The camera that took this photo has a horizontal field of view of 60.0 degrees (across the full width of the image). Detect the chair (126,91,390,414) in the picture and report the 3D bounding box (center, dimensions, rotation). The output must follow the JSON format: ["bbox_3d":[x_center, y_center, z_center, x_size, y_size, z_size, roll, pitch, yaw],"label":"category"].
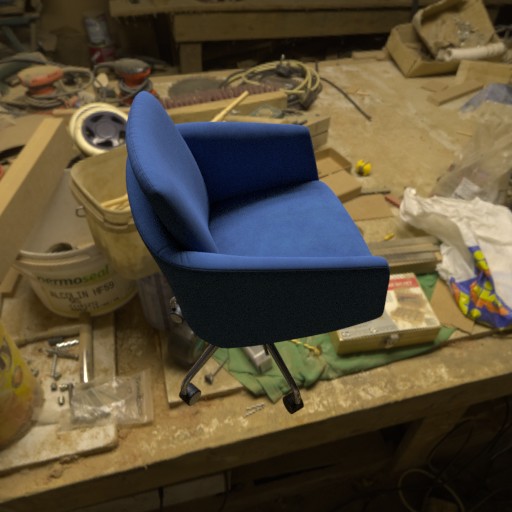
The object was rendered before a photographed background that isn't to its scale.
[{"bbox_3d":[0.000,0.000,1.337,0.635,0.908,0.641,-9,46,-9],"label":"chair"}]
